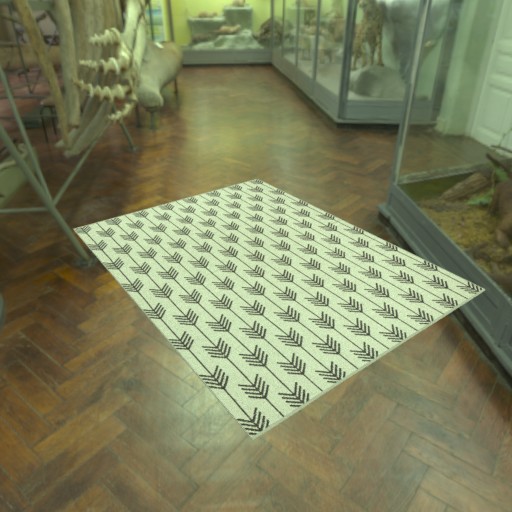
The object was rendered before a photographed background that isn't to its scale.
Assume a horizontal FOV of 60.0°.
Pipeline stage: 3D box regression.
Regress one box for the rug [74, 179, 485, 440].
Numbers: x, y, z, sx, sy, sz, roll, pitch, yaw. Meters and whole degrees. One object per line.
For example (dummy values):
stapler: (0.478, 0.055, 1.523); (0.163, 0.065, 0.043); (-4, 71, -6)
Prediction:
rug: (0.000, 0.000, 4.018); (2.330, 0.010, 3.061); (-21, 37, -31)
